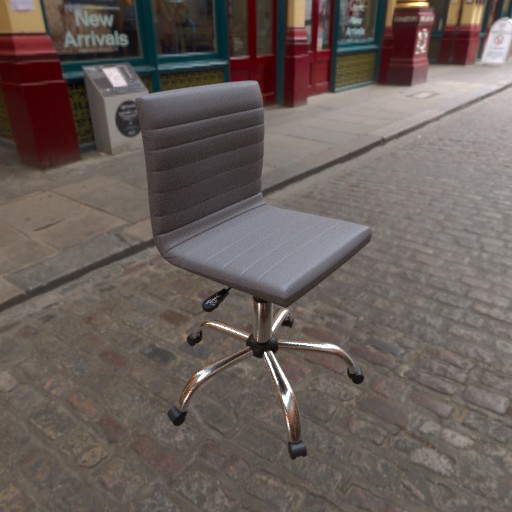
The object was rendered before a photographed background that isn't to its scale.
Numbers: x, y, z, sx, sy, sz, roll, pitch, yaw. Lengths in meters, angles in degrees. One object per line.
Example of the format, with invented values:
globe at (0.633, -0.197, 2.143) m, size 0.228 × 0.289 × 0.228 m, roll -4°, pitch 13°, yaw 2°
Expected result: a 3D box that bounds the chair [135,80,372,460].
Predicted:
chair at (0.000, 0.000, 1.108) m, size 0.530 × 0.780 × 0.556 m, roll 19°, pitch 33°, yaw 33°
